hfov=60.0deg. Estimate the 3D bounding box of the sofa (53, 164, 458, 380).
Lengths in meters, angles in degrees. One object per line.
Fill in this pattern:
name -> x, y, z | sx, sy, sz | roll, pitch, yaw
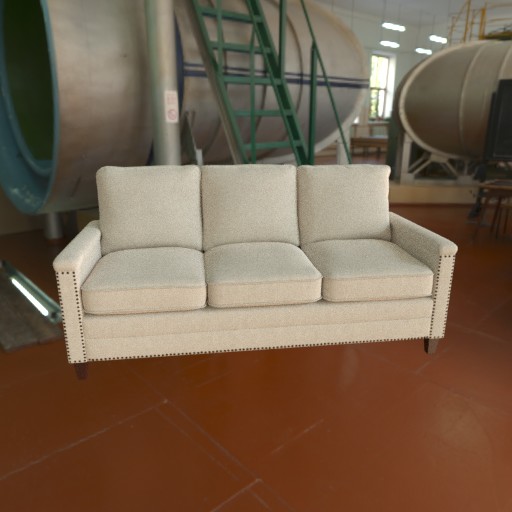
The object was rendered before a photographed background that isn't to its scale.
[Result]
sofa -> 0.000, 0.000, 2.483 | 1.925, 0.961, 0.828 | -2, 18, -7
